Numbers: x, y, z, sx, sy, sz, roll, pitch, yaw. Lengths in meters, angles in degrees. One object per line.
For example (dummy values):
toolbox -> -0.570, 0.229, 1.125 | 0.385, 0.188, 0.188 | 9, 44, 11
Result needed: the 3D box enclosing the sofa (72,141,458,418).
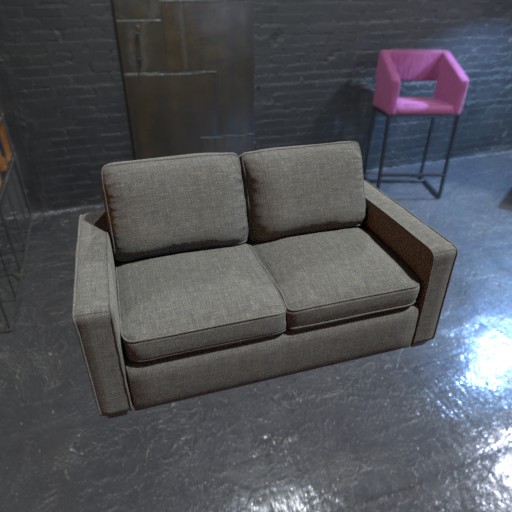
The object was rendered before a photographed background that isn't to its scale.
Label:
sofa -> 0.000, 0.000, 2.274 | 1.709, 0.918, 0.947 | -9, 33, -14
